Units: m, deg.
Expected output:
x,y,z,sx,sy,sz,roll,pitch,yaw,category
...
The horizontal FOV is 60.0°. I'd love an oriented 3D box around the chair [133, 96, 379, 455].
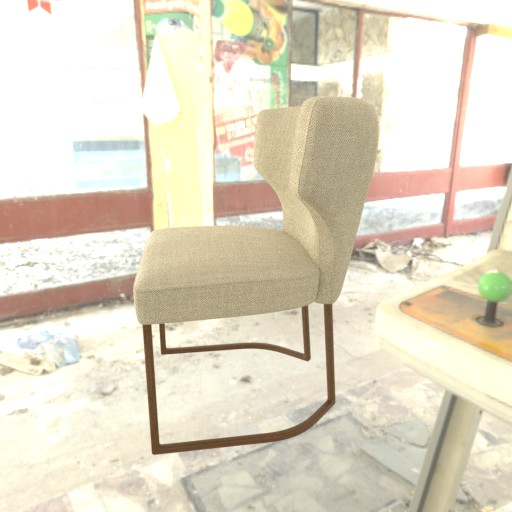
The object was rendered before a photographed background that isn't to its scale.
x,y,z,sx,sy,sz,roll,pitch,yaw,category
0.000,0.000,1.239,0.617,0.824,0.611,-3,16,-9,chair
